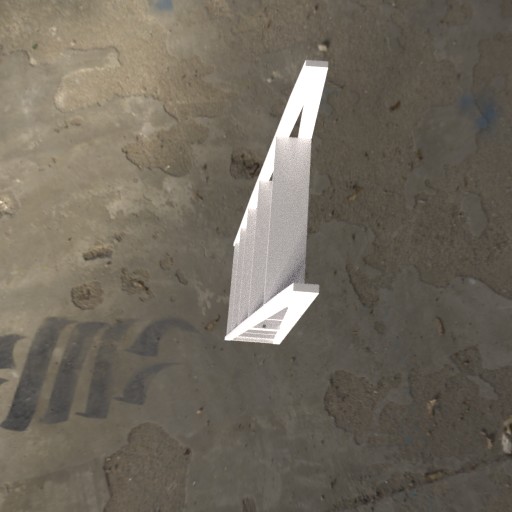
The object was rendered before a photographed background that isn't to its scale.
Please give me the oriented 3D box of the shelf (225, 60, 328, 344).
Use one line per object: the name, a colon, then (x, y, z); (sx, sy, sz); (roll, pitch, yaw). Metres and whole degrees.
shelf: (0.000, 0.000, 1.968); (0.341, 1.779, 0.636); (4, 75, 1)
